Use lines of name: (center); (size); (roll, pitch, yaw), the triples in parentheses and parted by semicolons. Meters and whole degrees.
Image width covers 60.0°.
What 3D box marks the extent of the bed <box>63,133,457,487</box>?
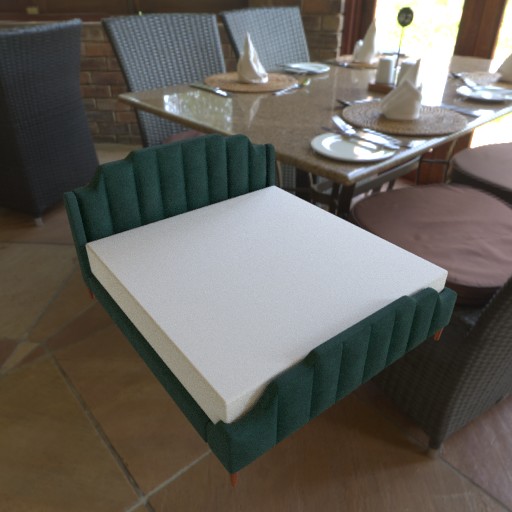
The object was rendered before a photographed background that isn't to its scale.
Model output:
bed: (0.000, 0.000, 3.447); (2.074, 1.245, 2.340); (-22, 38, -31)
